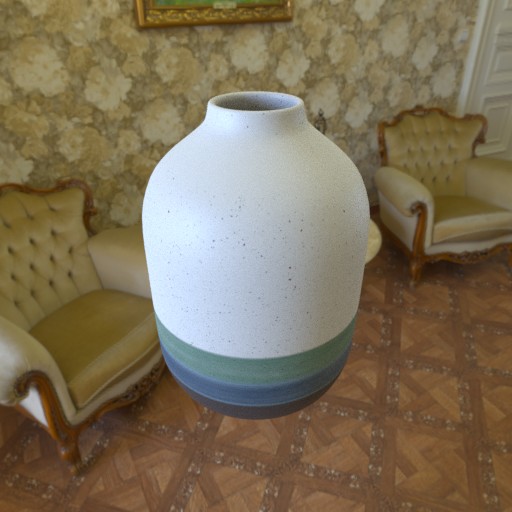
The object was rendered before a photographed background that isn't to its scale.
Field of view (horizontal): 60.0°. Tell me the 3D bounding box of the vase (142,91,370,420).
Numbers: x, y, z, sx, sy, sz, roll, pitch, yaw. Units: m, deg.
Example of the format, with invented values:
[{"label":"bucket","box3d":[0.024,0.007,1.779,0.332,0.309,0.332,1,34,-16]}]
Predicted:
[{"label":"vase","box3d":[0.000,0.000,0.355,0.169,0.240,0.169,0,31,0]}]
